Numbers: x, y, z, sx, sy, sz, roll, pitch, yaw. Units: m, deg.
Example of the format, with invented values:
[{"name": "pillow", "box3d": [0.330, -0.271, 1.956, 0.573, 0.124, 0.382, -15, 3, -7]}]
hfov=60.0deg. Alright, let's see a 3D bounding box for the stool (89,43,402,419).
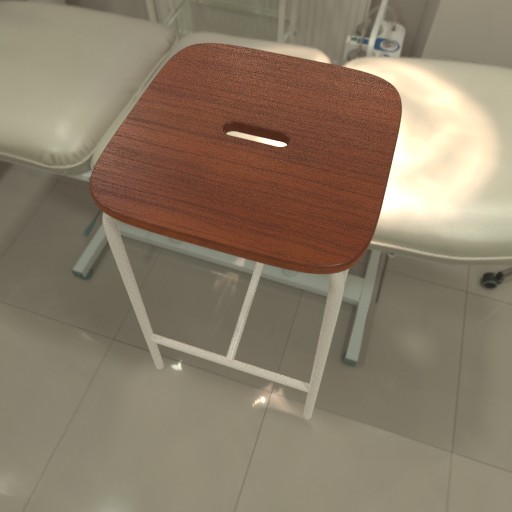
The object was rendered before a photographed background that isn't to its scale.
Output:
[{"name": "stool", "box3d": [0.000, 0.000, 0.844, 0.376, 0.610, 0.376, 16, 59, 10]}]
